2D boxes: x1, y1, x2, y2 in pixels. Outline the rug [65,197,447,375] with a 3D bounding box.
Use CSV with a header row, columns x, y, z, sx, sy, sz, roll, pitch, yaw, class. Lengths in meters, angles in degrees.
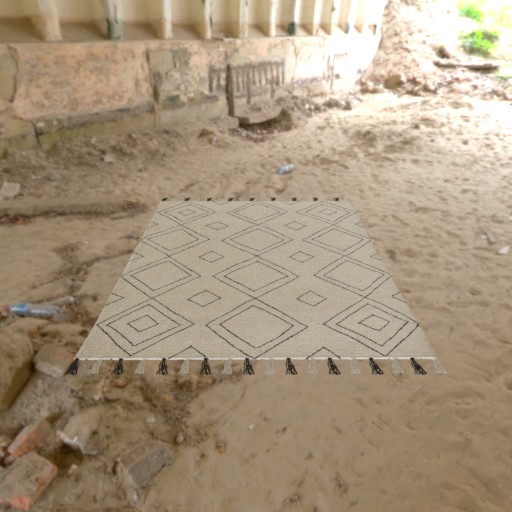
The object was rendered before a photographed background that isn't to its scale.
x,y,z,sx,sy,sz,roll,pitch,yaw,class
0.000,0.000,4.145,2.342,0.026,3.221,0,27,0,rug
